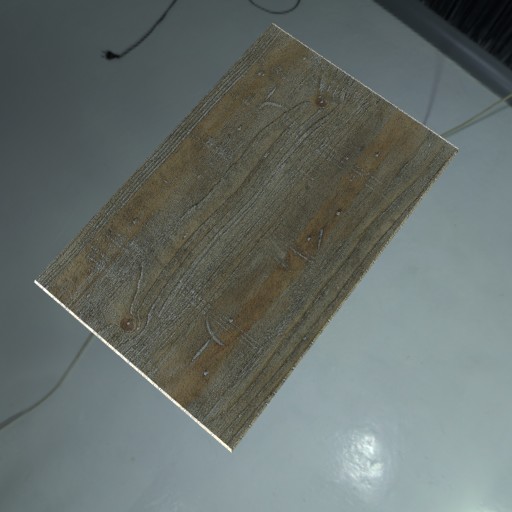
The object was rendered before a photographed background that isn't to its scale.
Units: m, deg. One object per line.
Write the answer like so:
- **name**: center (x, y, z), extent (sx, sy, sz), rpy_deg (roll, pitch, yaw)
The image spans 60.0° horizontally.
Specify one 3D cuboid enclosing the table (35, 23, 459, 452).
- **table**: center (0.000, 0.000, 1.148), extent (0.457, 0.711, 0.686), rpy_deg (38, 80, 8)
